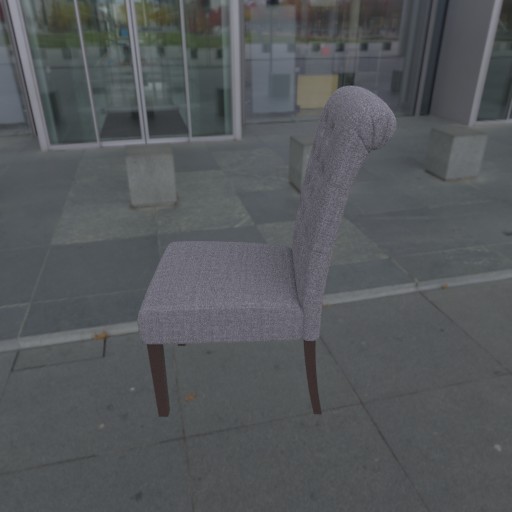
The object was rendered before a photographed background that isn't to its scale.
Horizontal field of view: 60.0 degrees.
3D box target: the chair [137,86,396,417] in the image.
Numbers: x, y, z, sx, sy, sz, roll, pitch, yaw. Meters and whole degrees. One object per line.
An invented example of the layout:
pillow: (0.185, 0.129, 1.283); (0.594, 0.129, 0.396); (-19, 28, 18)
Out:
chair: (0.000, 0.000, 1.419); (0.671, 1.006, 0.456); (0, 27, 1)
